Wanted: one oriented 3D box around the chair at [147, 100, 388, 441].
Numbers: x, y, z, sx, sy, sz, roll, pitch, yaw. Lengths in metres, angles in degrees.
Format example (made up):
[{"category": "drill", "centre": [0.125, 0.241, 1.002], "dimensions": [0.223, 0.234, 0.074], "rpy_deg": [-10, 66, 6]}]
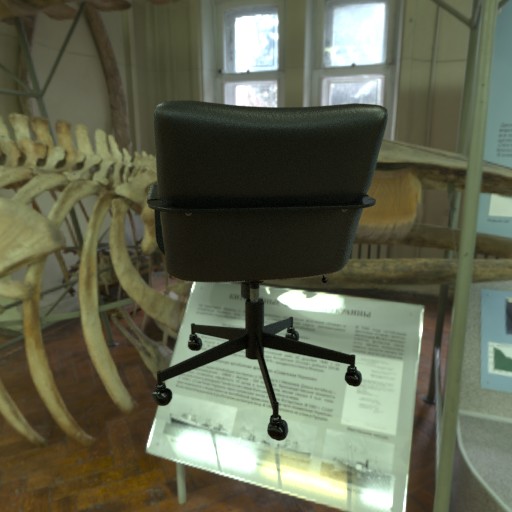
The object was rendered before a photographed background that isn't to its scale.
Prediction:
[{"category": "chair", "centre": [0.000, 0.000, 1.493], "dimensions": [0.719, 0.922, 0.748], "rpy_deg": [-2, 14, -10]}]
